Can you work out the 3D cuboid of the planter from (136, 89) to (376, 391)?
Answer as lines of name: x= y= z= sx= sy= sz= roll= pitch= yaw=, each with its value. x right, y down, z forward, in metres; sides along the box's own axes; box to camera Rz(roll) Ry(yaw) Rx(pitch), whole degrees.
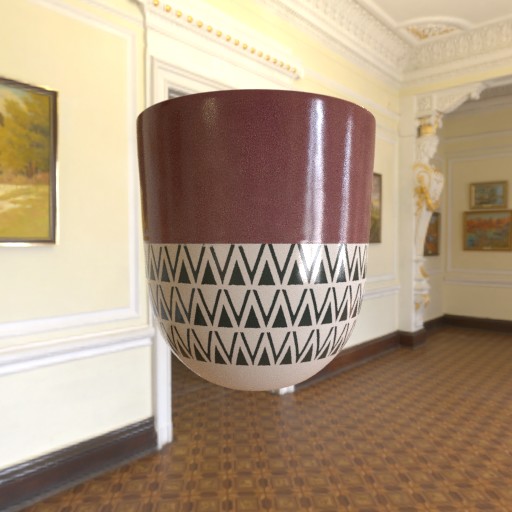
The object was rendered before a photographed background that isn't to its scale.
planter: x=0.000 y=0.000 z=0.376 sx=0.195 sy=0.214 sz=0.195 roll=0 pitch=2 yaw=0
